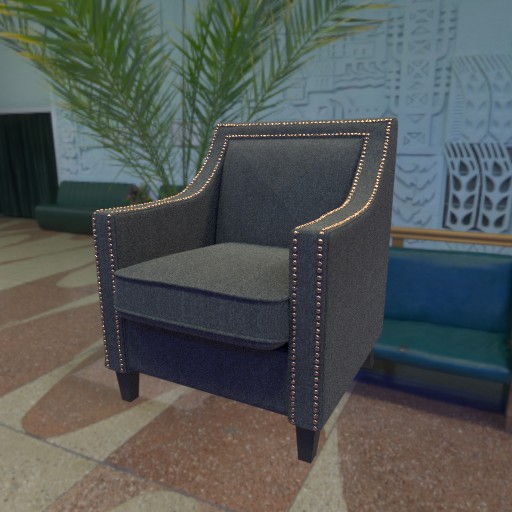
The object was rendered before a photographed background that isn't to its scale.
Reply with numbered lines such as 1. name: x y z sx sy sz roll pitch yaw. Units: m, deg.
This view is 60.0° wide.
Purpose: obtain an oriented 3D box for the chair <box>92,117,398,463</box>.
1. chair: 0.000 0.000 1.565 0.776 0.967 0.884 7 15 27
